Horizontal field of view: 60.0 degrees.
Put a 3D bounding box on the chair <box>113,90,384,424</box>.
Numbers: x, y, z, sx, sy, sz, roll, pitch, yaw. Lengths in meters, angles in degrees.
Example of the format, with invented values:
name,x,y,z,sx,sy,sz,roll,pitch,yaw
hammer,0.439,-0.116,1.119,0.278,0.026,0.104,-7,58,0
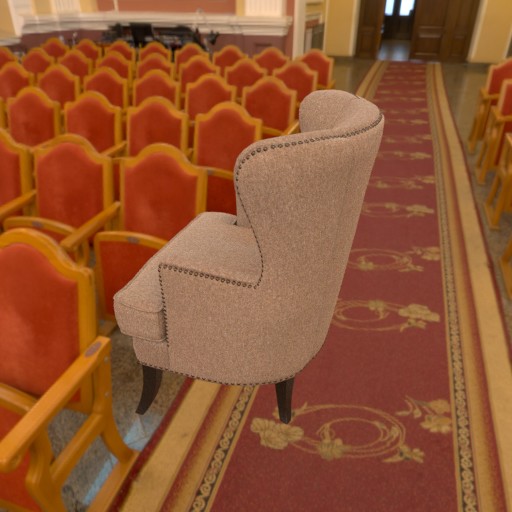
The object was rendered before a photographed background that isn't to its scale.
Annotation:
name,x,y,z,sx,sy,sz,roll,pitch,yaw
chair,0.000,0.000,1.599,0.758,1.060,0.759,9,32,16
